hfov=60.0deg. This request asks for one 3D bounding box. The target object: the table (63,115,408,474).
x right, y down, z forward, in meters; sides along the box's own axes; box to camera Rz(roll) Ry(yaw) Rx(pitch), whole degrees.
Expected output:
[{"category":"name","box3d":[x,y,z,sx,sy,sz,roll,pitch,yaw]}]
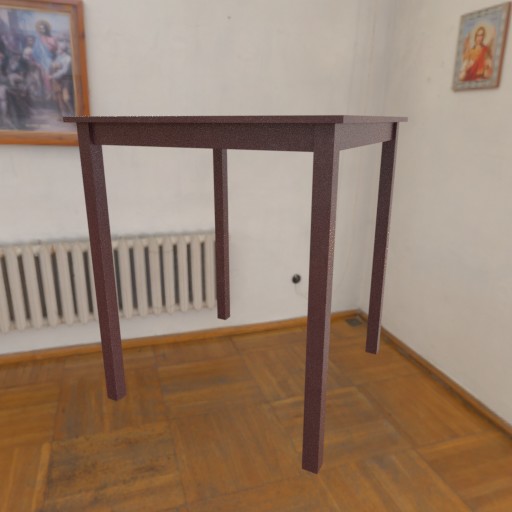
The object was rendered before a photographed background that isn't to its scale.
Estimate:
[{"category":"table","box3d":[0.000,0.000,1.653,0.861,0.991,0.861,9,19,26]}]
